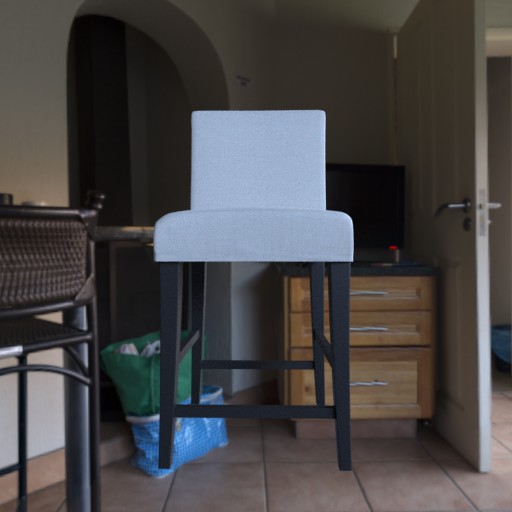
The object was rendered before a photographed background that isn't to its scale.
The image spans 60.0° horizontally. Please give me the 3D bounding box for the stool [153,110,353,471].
[{"bbox_3d":[0.000,0.000,1.278,0.452,0.976,0.597,0,1,1],"label":"stool"}]
